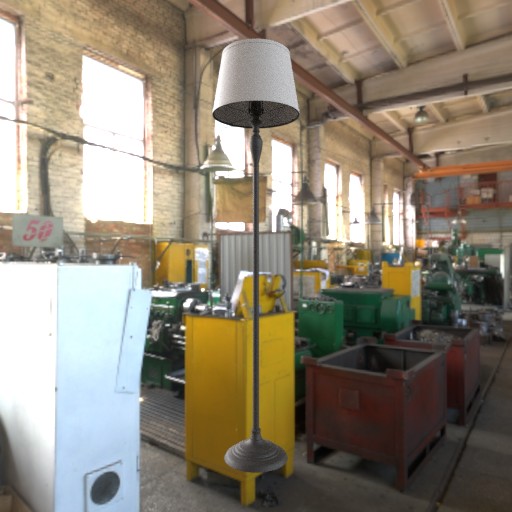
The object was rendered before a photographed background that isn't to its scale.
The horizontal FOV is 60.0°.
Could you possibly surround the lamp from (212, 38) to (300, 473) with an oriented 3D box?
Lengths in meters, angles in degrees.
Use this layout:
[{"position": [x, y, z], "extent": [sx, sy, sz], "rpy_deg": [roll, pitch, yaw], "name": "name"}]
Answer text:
[{"position": [0.000, 0.000, 1.660], "extent": [0.327, 1.506, 0.327], "rpy_deg": [0, 0, 0], "name": "lamp"}]
